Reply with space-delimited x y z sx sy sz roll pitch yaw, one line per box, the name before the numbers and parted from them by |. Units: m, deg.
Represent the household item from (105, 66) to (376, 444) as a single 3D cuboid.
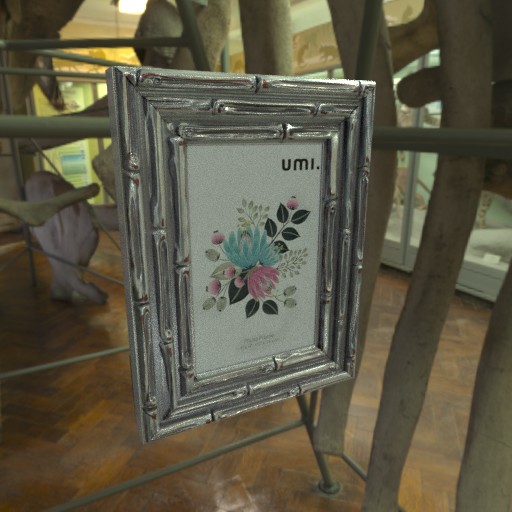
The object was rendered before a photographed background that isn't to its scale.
household item | 0.000 0.000 0.286 0.165 0.216 0.025 -8 18 -26
